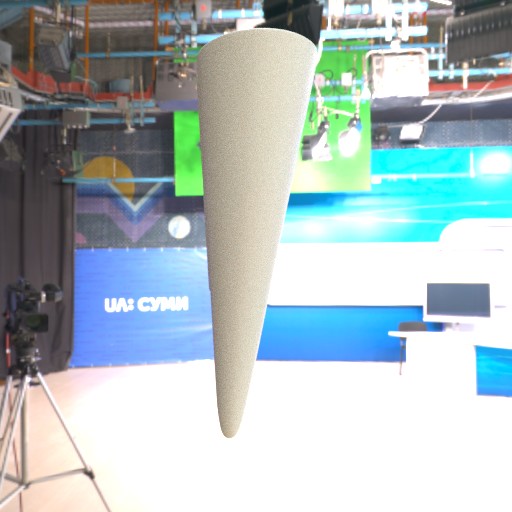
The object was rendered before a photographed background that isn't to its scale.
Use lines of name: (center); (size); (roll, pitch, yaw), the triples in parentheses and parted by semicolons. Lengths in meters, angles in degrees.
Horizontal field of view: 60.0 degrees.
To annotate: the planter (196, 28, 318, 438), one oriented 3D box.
planter: (0.000, 0.000, 0.218); (0.057, 0.193, 0.064); (1, -1, -35)
